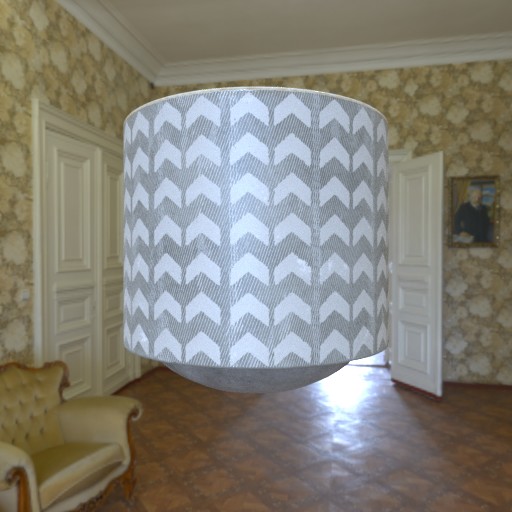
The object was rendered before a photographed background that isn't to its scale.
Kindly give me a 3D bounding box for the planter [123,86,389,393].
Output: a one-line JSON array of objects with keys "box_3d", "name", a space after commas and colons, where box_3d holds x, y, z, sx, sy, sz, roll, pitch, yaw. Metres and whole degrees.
[{"box_3d": [0.000, 0.000, 0.436, 0.250, 0.239, 0.250, 0, 0, 0], "name": "planter"}]
